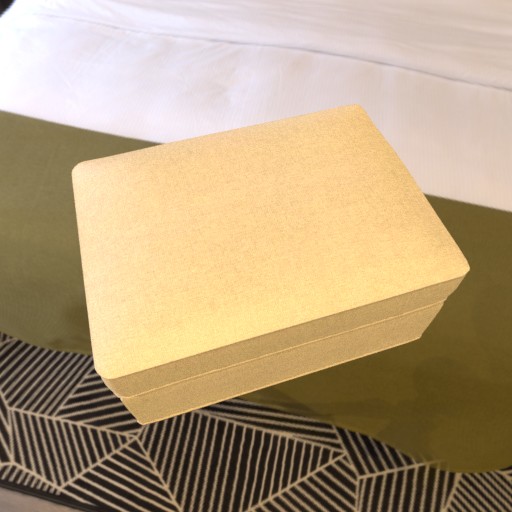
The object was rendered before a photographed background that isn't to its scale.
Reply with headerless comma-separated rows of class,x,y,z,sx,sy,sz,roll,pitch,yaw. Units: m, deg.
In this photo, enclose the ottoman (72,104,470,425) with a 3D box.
ottoman,0.000,0.000,1.242,0.843,0.504,0.619,-15,58,-9
